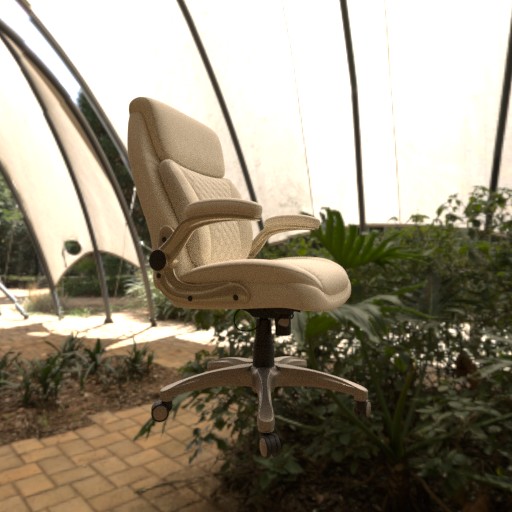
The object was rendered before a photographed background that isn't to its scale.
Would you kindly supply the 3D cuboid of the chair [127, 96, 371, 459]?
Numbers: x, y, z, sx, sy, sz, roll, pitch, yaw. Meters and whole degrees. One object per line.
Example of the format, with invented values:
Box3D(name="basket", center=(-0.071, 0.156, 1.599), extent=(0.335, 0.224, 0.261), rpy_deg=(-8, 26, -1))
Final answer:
Box3D(name="chair", center=(0.000, 0.000, 1.593), extent=(0.794, 1.110, 0.740), rpy_deg=(0, 1, 19))
